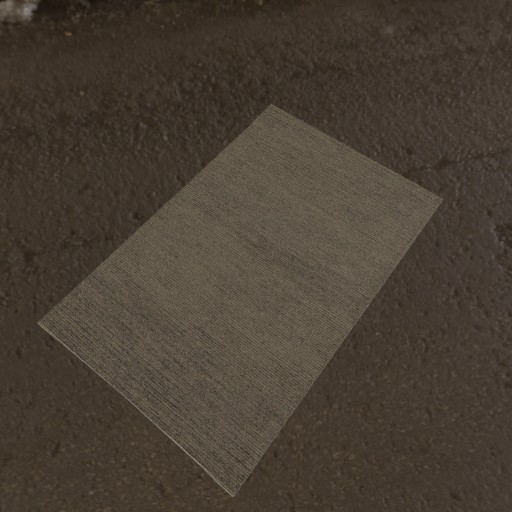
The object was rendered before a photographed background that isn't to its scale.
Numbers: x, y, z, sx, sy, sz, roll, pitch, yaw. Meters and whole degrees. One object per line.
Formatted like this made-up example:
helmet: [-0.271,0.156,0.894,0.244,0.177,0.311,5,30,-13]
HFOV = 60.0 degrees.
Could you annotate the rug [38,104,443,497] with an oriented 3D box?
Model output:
rug: [0.000,0.000,2.182,1.149,0.021,1.773,34,67,17]
